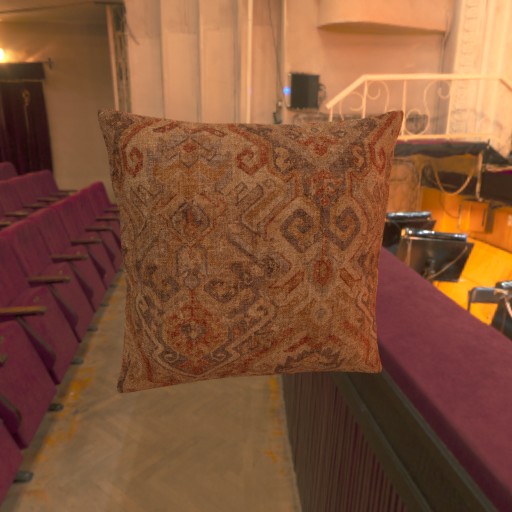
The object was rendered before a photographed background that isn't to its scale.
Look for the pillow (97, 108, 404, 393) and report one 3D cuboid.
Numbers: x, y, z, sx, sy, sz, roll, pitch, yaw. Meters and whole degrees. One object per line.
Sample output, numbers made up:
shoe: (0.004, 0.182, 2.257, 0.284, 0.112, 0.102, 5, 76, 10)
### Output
pillow: (0.000, 0.000, 0.801, 0.523, 0.506, 0.166, -2, 16, -8)
